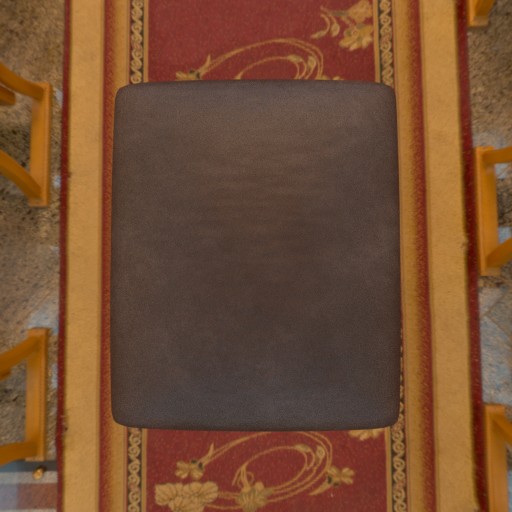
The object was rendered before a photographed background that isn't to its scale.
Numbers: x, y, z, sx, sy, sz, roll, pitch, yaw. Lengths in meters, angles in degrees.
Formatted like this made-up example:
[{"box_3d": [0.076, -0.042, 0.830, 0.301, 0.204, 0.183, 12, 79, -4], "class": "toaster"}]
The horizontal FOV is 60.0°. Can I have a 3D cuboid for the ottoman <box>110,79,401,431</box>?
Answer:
[{"box_3d": [0.000, 0.000, 1.202, 0.670, 0.569, 0.806, 0, 88, 1], "class": "ottoman"}]
